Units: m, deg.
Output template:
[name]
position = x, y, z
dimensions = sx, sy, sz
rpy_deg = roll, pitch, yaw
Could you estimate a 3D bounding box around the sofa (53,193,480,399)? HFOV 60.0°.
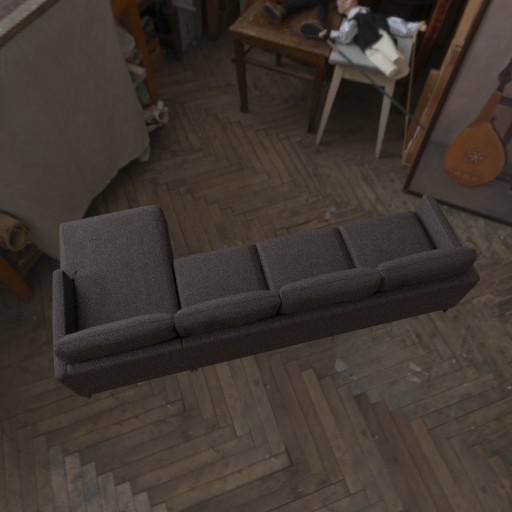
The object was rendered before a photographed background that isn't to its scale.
[sofa]
position = 0.000, 0.000, 3.716
dimensions = 3.221, 0.892, 1.483
rpy_deg = -12, 60, -7
